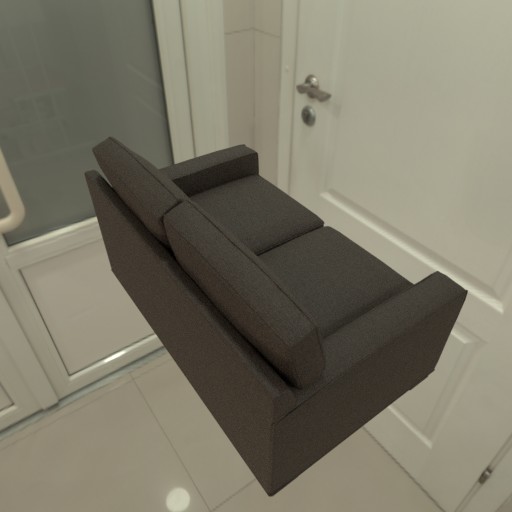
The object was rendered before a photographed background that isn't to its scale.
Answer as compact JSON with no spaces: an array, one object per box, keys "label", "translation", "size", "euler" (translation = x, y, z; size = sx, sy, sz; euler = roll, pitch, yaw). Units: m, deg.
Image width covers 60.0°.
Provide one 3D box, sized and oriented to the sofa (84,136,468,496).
[{"label":"sofa","translation":[0.000,0.000,2.058],"size":[0.974,0.887,1.534],"euler":[-25,46,-26]}]
